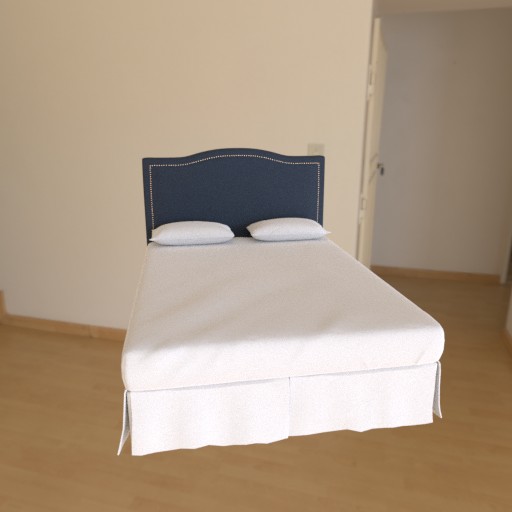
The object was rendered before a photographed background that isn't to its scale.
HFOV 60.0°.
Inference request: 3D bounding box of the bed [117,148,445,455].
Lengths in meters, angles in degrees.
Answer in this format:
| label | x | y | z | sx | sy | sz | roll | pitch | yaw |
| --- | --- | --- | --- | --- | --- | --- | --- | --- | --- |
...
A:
| label | x | y | z | sx | sy | sz | roll | pitch | yaw |
| --- | --- | --- | --- | --- | --- | --- | --- | --- | --- |
| bed | 0.000 | 0.000 | 3.259 | 1.821 | 1.436 | 2.282 | -3 | 17 | -9 |
